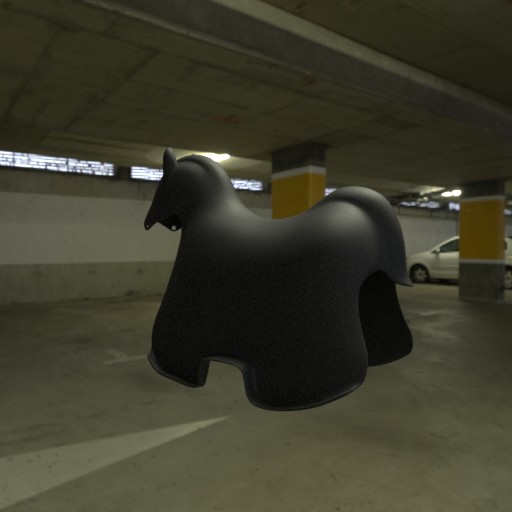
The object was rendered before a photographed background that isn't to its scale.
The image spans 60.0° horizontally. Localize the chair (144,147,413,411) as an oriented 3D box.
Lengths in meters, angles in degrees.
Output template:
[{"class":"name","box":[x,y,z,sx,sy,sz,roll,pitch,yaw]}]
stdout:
[{"class":"chair","box":[0.000,0.000,1.152,0.800,0.612,0.429,1,1,35]}]
